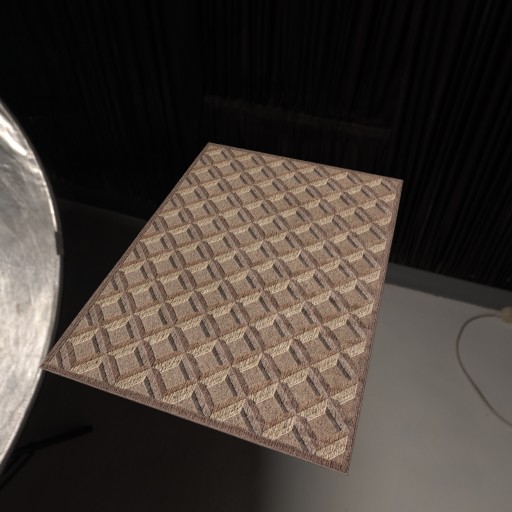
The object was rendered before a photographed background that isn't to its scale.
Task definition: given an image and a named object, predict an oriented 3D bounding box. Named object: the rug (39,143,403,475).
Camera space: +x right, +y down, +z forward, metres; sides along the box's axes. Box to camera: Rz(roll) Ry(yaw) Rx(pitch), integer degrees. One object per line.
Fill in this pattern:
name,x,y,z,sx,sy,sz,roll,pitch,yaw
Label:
rug,0.000,0.000,4.182,2.382,0.018,3.294,14,48,13
